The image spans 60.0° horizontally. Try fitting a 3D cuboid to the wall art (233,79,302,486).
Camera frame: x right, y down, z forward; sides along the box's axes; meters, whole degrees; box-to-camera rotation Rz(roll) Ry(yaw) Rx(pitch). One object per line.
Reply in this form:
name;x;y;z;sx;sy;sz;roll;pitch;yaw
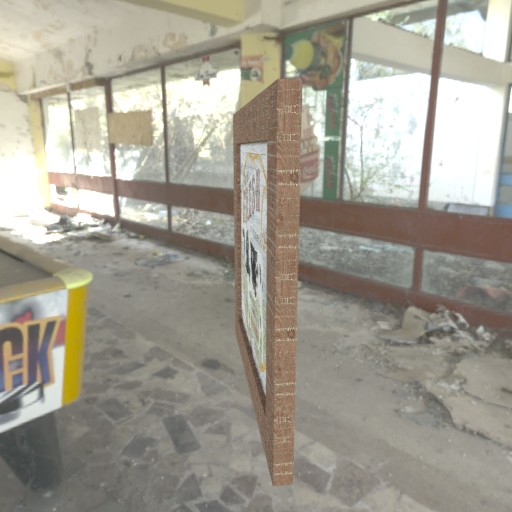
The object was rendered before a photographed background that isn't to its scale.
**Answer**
wall art;0.000;0.000;0.810;0.029;0.531;0.531;-2;14;-8
